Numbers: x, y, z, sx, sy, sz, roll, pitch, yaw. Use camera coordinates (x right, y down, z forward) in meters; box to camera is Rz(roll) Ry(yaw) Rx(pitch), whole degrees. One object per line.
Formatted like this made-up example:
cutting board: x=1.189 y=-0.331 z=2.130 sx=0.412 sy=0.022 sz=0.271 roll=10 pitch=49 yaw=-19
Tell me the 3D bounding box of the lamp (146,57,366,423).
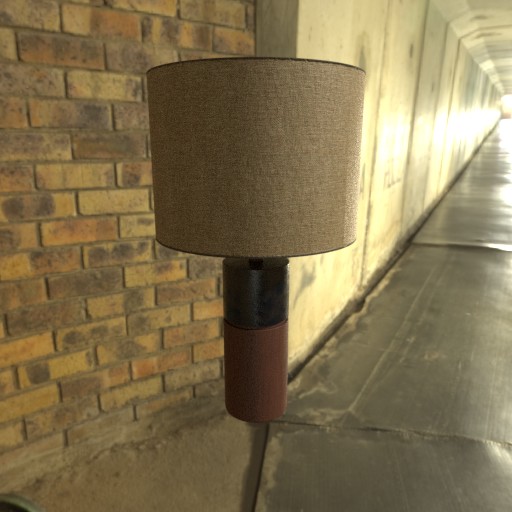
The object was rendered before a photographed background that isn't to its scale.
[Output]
lamp: x=0.000 y=0.000 z=0.462 sx=0.202 sy=0.350 sz=0.202 roll=0 pitch=14 yaw=0
